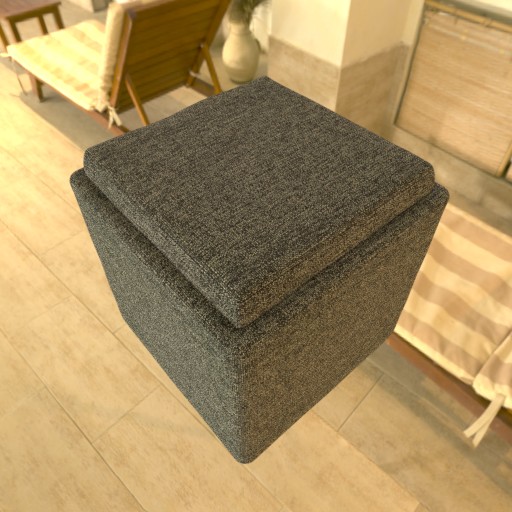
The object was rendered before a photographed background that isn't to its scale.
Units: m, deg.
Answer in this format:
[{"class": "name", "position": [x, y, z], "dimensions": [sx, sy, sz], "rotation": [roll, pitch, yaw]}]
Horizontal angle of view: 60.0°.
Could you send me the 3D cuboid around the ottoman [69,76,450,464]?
[{"class": "ottoman", "position": [0.000, 0.000, 0.835], "dimensions": [0.450, 0.463, 0.450], "rotation": [-33, 56, -26]}]
